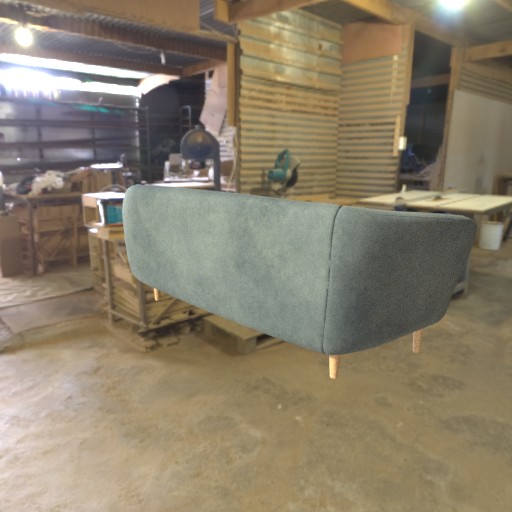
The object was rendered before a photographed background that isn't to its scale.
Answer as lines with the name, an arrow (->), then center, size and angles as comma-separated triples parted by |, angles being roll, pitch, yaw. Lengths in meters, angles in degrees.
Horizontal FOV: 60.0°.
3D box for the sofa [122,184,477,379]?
sofa -> 0.000, 0.000, 2.550 | 0.849, 0.795, 2.095 | -12, 18, -42
